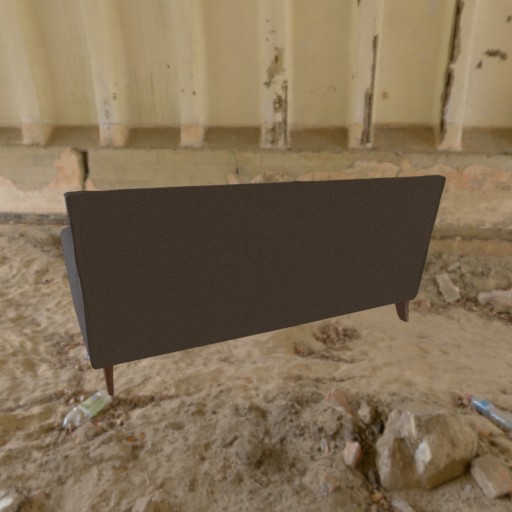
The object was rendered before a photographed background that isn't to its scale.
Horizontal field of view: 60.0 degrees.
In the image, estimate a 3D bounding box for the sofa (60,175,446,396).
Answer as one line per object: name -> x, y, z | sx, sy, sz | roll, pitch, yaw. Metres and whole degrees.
sofa -> 0.000, 0.000, 2.517 | 2.002, 0.907, 0.843 | -7, 16, -27
